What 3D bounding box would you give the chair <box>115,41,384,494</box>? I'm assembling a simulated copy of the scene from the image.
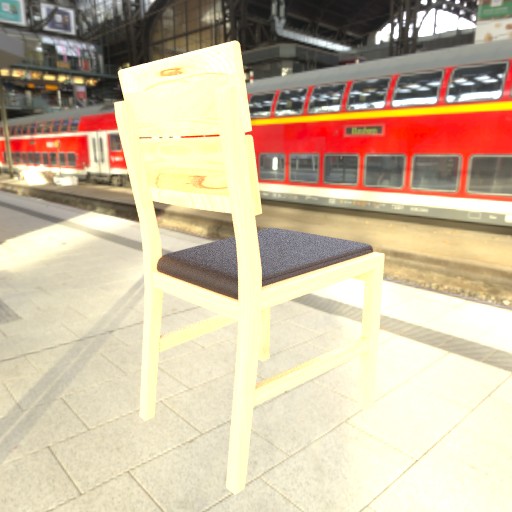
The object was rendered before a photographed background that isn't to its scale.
[{"bbox_3d":[0.000,0.000,1.223,0.560,0.950,0.475,-13,19,-43],"label":"chair"}]
